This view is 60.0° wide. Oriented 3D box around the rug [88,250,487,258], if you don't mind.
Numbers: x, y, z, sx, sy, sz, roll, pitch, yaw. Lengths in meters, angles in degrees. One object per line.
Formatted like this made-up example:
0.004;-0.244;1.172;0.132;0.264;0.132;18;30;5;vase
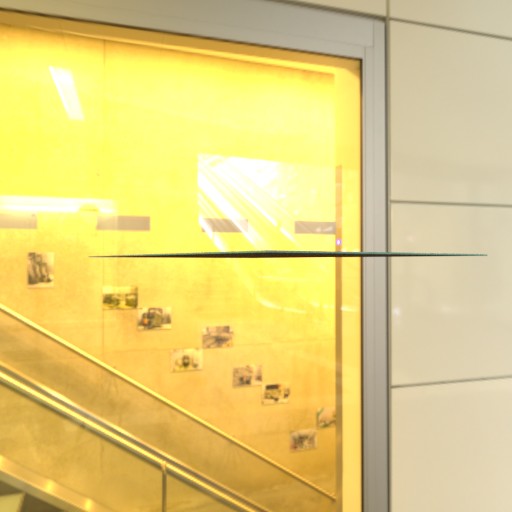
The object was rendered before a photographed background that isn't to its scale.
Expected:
0.000;0.000;3.038;1.622;0.009;2.373;0;-1;-36;rug
